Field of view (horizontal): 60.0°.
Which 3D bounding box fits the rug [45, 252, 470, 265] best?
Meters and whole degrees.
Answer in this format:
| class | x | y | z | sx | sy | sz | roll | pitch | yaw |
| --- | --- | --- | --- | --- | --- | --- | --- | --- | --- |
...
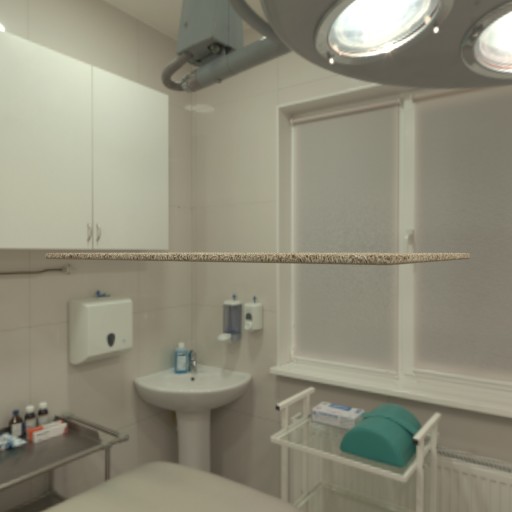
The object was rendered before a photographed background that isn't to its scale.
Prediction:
| class | x | y | z | sx | sy | sz | roll | pitch | yaw |
| --- | --- | --- | --- | --- | --- | --- | --- | --- | --- |
| rug | 0.000 | 0.000 | 2.238 | 1.778 | 0.030 | 1.219 | 0 | 1 | 35 |
